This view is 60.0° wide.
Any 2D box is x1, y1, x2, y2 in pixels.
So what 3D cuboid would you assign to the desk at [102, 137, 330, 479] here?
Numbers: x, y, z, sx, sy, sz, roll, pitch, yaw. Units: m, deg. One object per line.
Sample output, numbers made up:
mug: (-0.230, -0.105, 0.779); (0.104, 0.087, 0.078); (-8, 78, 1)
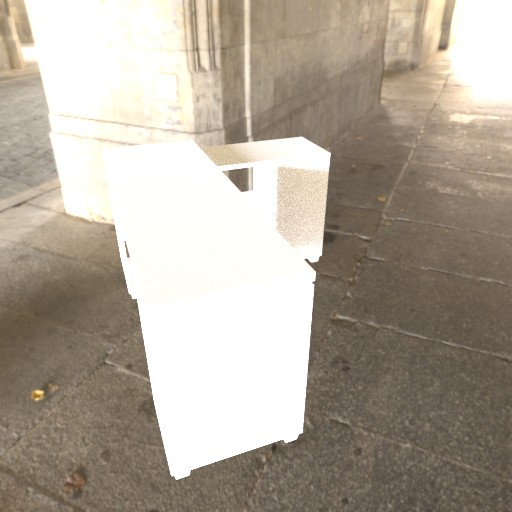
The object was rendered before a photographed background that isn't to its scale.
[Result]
desk: (0.000, 0.000, 2.151); (1.199, 0.759, 1.524); (-11, 32, -18)
